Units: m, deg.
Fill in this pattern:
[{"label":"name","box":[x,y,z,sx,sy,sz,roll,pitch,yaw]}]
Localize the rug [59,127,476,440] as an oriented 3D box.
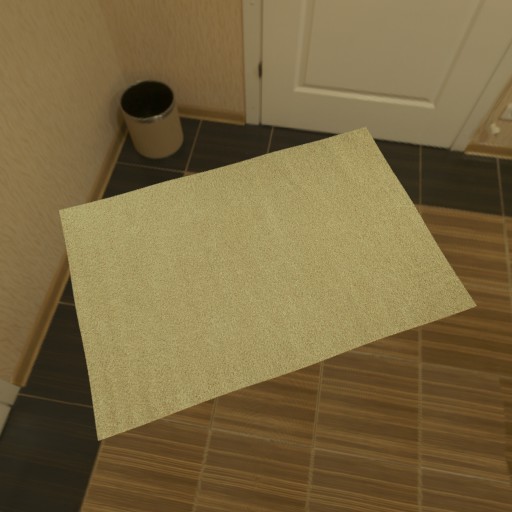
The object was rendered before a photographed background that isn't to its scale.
[{"label":"rug","box":[0.000,0.000,3.351,2.699,0.025,1.800,-17,64,-9]}]
